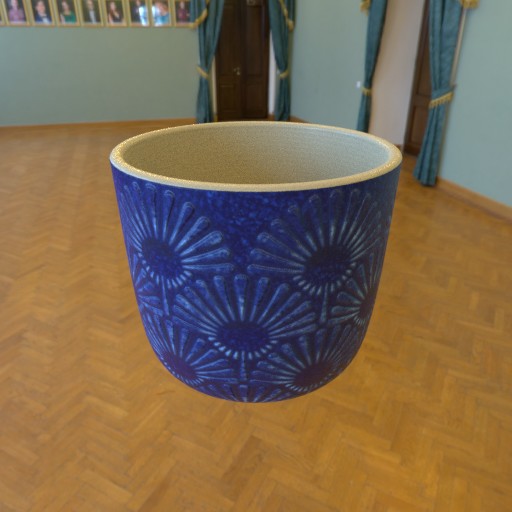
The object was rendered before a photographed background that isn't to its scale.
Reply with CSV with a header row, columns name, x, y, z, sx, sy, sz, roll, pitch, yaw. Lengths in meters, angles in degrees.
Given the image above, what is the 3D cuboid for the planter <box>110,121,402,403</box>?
name,x,y,z,sx,sy,sz,roll,pitch,yaw
planter,0.000,0.000,0.219,0.124,0.109,0.124,0,26,0
